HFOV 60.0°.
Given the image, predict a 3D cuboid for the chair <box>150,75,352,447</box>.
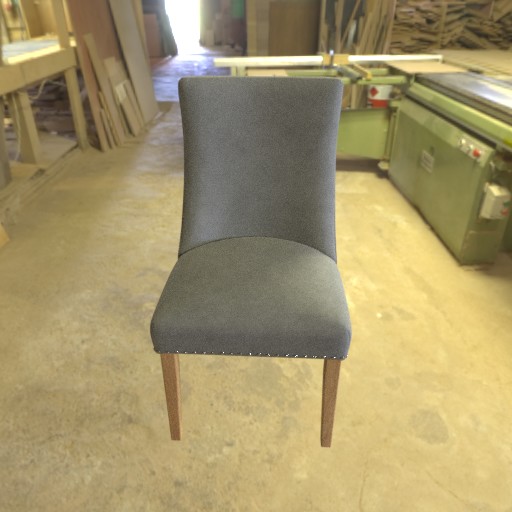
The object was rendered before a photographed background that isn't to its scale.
[{"bbox_3d":[0.000,0.000,1.280,0.495,0.902,0.610,2,30,3],"label":"chair"}]
